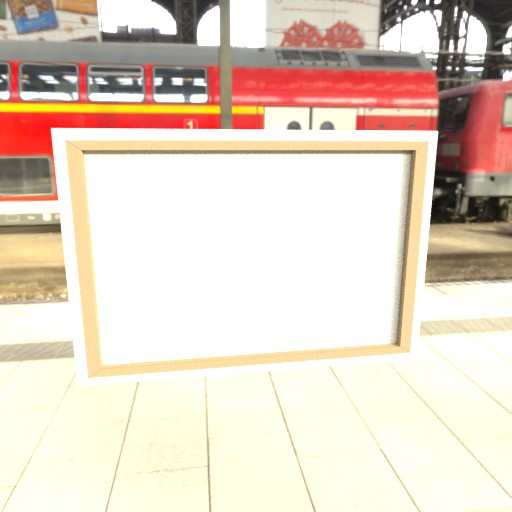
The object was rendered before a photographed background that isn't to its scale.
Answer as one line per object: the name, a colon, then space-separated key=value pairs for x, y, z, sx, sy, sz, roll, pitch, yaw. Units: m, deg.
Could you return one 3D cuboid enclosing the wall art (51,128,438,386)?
wall art: x=0.000 y=0.000 z=0.757 sx=0.608 sy=0.414 sz=0.042 roll=-2 pitch=14 yaw=-9
